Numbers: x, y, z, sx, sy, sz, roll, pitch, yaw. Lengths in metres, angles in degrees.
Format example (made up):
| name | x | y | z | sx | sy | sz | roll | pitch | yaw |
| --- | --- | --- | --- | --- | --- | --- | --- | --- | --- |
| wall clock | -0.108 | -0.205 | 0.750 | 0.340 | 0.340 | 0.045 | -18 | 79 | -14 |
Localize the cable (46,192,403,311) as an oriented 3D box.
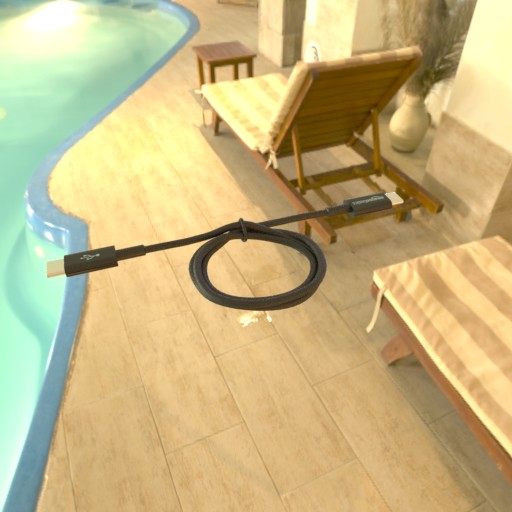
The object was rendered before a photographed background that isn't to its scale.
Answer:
| name | x | y | z | sx | sy | sz | roll | pitch | yaw |
| --- | --- | --- | --- | --- | --- | --- | --- | --- | --- |
| cable | 0.000 | 0.000 | 0.226 | 0.203 | 0.014 | 0.070 | -13 | 43 | -14 |
